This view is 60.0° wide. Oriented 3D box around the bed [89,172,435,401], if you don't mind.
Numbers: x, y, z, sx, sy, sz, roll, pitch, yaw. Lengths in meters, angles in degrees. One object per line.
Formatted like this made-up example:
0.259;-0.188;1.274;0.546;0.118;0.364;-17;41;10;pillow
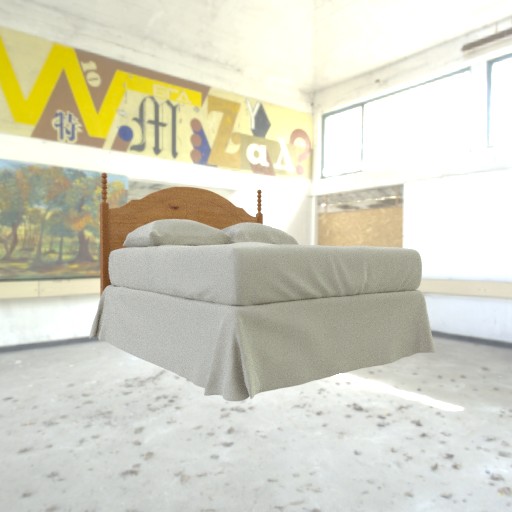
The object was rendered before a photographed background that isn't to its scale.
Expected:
0.000;0.000;3.324;1.873;1.356;2.040;0;1;-37;bed
